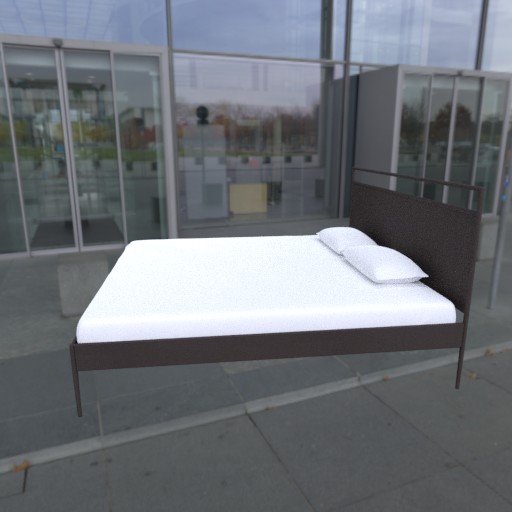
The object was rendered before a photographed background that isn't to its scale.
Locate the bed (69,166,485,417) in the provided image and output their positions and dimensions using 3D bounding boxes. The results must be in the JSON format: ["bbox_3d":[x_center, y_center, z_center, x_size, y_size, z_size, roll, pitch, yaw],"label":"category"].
[{"bbox_3d":[0.000,0.000,3.266,2.151,1.173,1.993,-2,15,-7],"label":"bed"}]
